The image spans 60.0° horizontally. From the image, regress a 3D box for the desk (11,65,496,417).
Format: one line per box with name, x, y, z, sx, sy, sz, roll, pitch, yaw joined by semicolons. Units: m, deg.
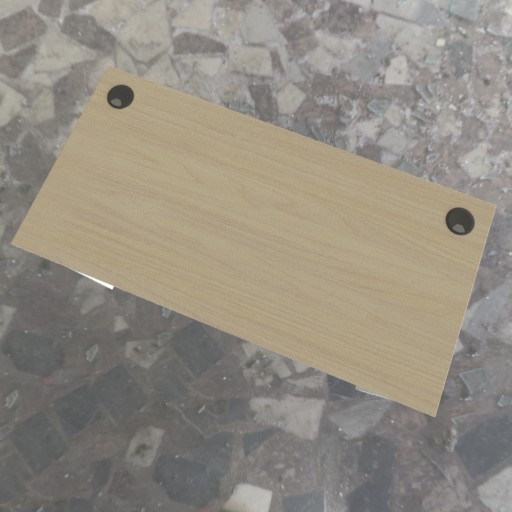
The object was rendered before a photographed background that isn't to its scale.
desk;0.000;0.000;1.581;1.200;0.750;0.600;21;77;5
